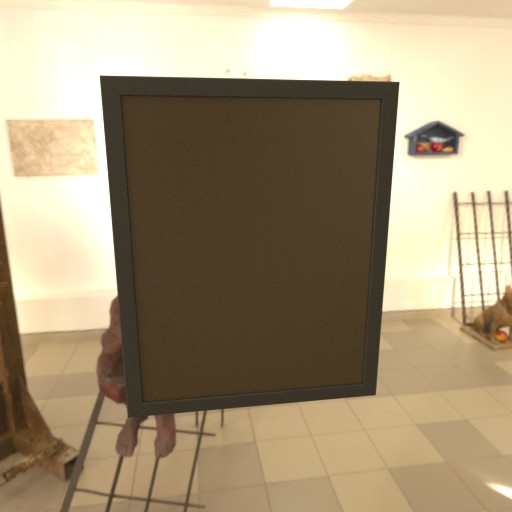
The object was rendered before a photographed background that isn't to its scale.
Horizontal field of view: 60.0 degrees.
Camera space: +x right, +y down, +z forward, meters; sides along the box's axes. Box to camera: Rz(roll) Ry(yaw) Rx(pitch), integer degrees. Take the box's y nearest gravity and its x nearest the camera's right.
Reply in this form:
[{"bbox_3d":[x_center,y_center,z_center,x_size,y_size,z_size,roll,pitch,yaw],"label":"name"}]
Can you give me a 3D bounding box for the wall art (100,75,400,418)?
[{"bbox_3d":[0.000,0.000,0.749,0.457,0.558,0.028,-2,15,-9],"label":"wall art"}]
